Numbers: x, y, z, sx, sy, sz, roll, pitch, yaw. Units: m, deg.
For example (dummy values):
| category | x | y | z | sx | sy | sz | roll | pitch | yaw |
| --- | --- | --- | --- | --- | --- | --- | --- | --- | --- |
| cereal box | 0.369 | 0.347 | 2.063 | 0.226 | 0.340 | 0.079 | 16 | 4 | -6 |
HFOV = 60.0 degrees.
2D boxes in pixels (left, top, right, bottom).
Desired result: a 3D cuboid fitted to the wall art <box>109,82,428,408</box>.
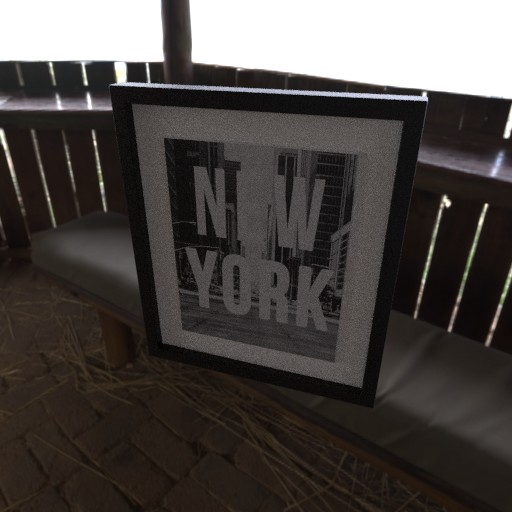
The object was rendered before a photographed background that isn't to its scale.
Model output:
| category | x | y | z | sx | sy | sz | roll | pitch | yaw |
| --- | --- | --- | --- | --- | --- | --- | --- | --- | --- |
| wall art | 0.000 | 0.000 | 0.538 | 0.328 | 0.381 | 0.028 | 9 | 30 | 16 |
